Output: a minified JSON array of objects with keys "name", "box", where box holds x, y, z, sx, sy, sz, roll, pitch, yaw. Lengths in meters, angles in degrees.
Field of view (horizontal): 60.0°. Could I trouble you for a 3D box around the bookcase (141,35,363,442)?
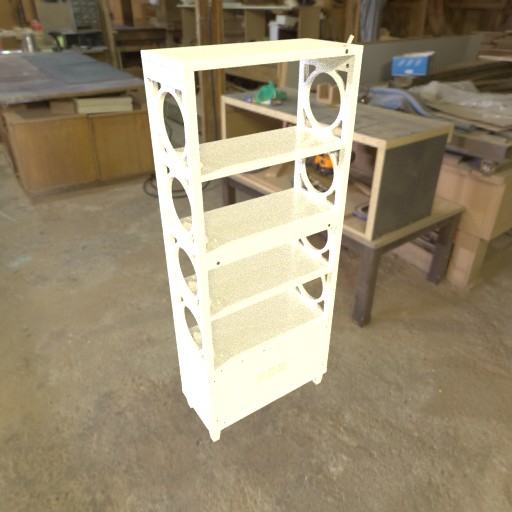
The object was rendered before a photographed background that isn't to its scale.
[{"name":"bookcase","box":[0.000,0.000,2.089,0.761,1.869,0.361,-19,36,-29]}]
